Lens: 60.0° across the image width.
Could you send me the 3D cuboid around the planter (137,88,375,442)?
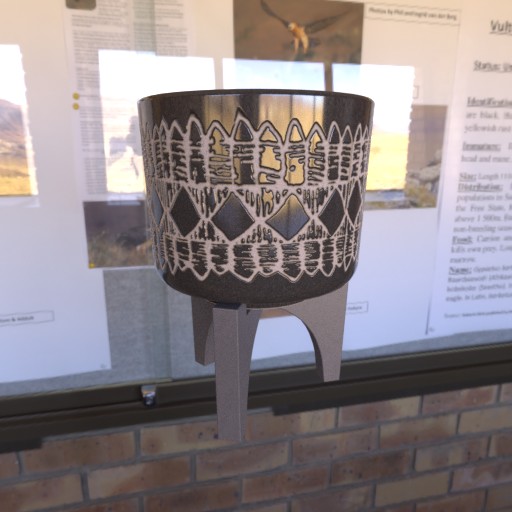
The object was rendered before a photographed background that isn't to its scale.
[{"bbox_3d":[0.000,0.000,0.269,0.129,0.177,0.129,0,14,0],"label":"planter"}]
